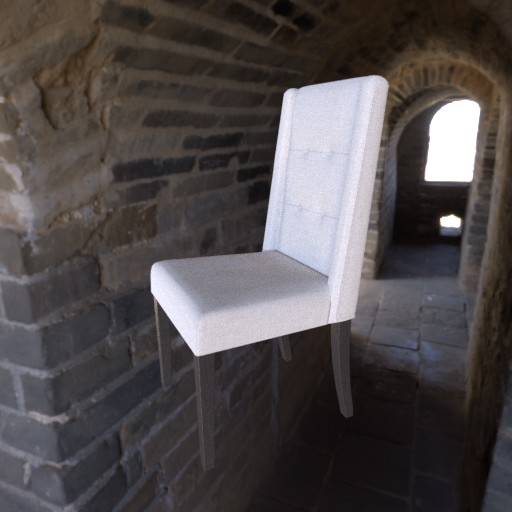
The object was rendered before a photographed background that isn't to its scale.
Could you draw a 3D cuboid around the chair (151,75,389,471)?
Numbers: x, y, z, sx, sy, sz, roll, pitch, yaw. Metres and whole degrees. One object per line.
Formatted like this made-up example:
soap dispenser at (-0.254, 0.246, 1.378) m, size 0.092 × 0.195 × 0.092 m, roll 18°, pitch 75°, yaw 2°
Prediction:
chair at (0.000, 0.000, 1.280) m, size 0.523 × 0.961 × 0.474 m, roll -7°, pitch 17°, yaw -24°
